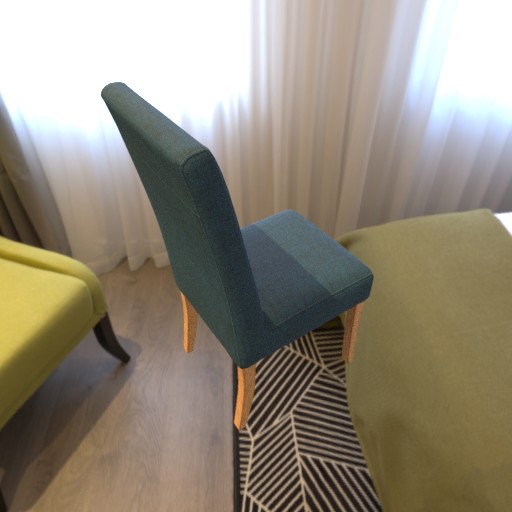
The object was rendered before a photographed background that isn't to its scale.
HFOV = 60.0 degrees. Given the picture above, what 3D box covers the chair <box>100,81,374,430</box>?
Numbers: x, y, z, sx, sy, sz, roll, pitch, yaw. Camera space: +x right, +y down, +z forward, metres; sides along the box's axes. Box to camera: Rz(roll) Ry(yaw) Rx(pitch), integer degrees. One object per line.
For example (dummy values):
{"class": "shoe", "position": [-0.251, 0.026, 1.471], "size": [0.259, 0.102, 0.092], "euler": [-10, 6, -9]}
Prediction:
{"class": "chair", "position": [0.000, 0.000, 1.350], "size": [0.610, 1.029, 0.450], "euler": [-23, 45, -25]}
